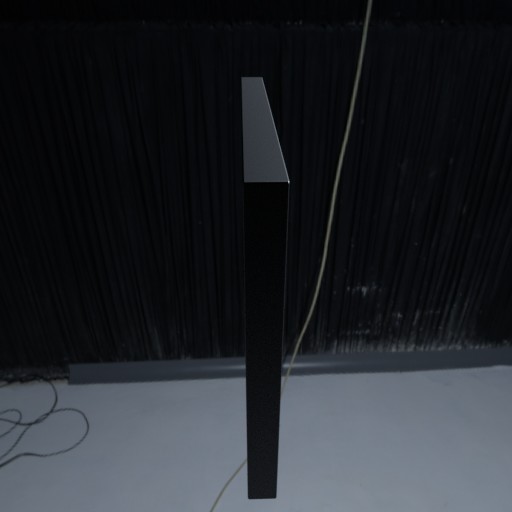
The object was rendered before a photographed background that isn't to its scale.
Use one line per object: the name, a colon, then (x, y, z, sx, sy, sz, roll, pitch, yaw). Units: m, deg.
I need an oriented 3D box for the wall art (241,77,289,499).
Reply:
wall art: (0.000, 0.000, 0.514, 0.028, 0.330, 0.380, -1, 31, -2)
